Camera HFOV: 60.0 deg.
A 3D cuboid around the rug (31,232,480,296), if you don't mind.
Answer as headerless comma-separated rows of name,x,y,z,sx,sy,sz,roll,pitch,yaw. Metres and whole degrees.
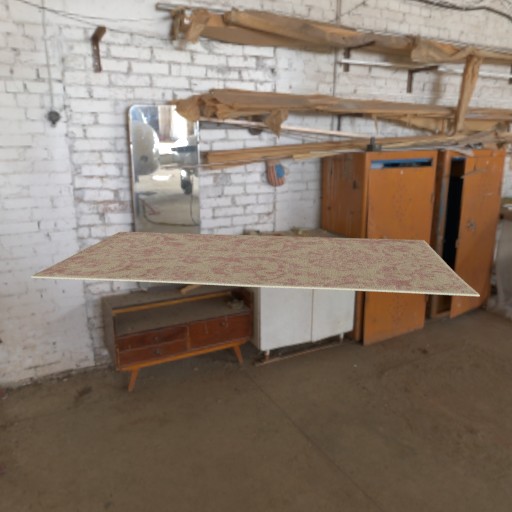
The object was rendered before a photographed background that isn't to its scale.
rug,0.000,0.000,1.478,1.219,0.007,0.604,2,16,7
